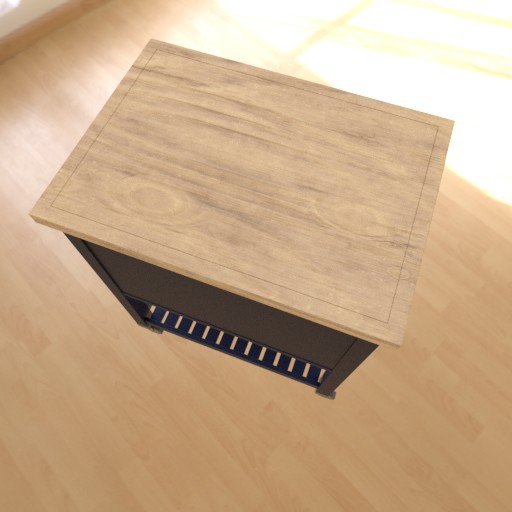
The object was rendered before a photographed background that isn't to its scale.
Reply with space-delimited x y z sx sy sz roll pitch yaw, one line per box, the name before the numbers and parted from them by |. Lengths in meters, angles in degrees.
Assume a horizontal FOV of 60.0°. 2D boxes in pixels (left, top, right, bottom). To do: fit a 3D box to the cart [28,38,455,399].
cart | 0.000 0.000 1.388 0.797 0.920 0.567 19 66 9
